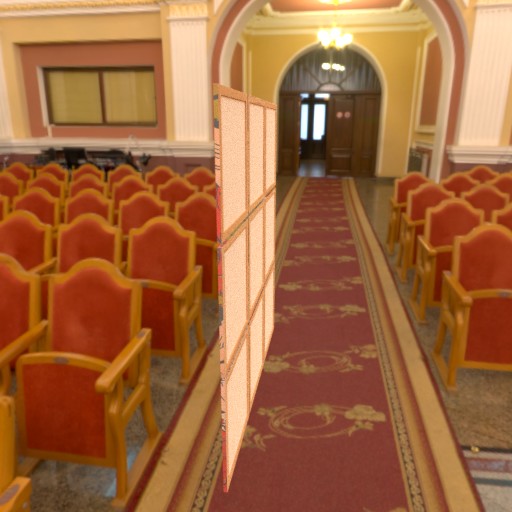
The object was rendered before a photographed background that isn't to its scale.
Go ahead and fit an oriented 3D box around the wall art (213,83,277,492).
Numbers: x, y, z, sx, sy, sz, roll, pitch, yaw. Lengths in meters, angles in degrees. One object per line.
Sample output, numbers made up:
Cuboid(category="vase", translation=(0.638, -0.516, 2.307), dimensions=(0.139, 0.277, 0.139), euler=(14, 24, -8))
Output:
Cuboid(category="wall art", translation=(0.000, 0.000, 1.810), dimensions=(0.013, 1.218, 1.206), euler=(3, 17, 9))
